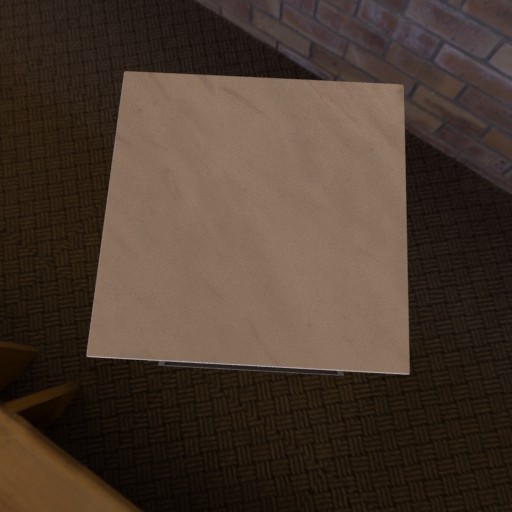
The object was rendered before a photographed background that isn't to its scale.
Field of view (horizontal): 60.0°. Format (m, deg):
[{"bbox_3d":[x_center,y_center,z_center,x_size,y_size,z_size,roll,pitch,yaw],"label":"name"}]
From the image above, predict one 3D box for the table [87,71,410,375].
[{"bbox_3d":[0.000,0.000,0.870,0.455,0.559,0.455,3,78,1],"label":"table"}]
